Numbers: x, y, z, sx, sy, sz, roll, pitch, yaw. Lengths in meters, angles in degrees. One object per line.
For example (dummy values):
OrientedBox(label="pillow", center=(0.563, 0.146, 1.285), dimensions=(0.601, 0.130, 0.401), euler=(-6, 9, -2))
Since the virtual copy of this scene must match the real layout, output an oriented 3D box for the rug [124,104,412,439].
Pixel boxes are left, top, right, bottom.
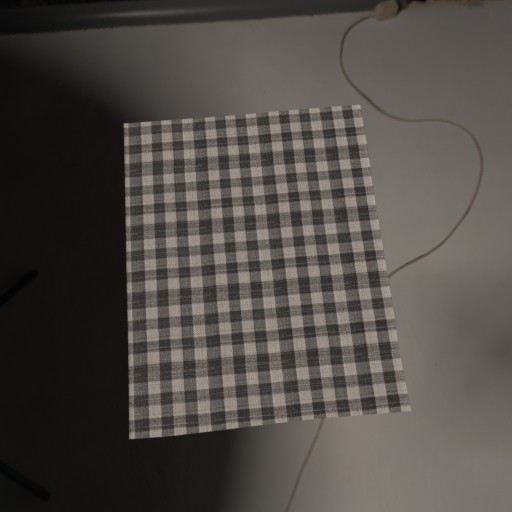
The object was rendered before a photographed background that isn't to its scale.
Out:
OrientedBox(label="rug", center=(0.000, 0.000, 4.168), dimensions=(2.432, 0.013, 3.021), euler=(-5, 76, -1))
